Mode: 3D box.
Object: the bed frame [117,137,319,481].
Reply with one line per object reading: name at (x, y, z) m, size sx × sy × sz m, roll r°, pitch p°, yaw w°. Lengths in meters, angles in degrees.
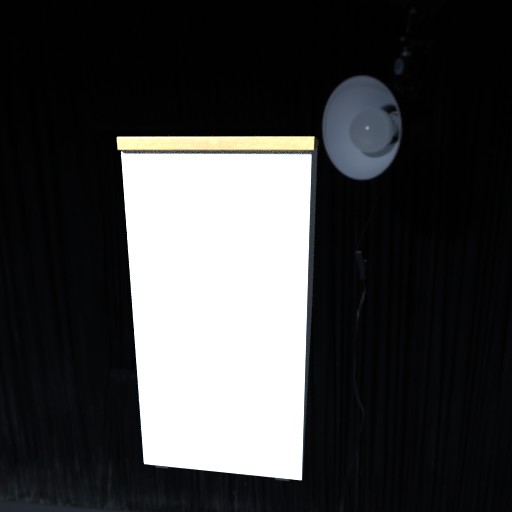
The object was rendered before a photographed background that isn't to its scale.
bed frame at (0.000, 0.000, 1.668) m, size 0.430 × 0.850 × 1.300 m, roll 2°, pitch 14°, yaw 8°
